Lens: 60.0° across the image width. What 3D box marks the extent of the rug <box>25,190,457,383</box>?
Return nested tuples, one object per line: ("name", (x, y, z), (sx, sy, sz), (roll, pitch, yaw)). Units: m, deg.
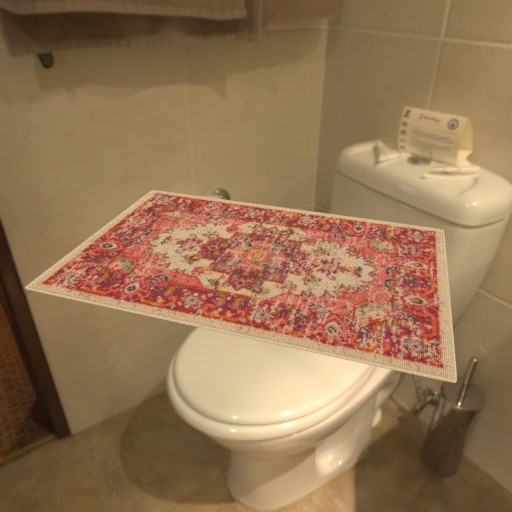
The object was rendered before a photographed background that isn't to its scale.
("rug", (0.000, 0.000, 1.061), (0.868, 0.004, 0.556), (10, 33, 15))
